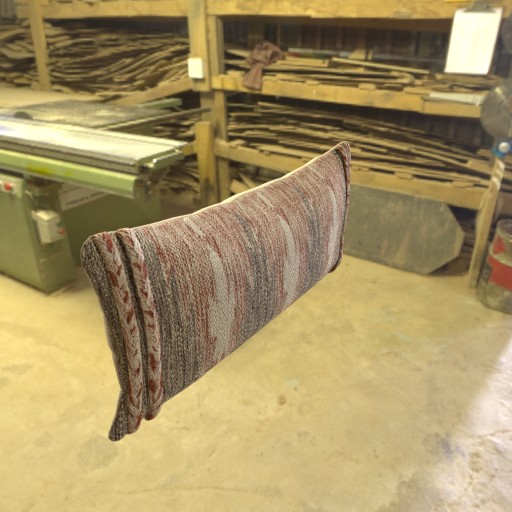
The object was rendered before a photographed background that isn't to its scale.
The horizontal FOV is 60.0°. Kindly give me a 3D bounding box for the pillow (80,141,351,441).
[{"bbox_3d":[0.000,0.000,0.731,0.139,0.282,0.635,18,31,32],"label":"pillow"}]
